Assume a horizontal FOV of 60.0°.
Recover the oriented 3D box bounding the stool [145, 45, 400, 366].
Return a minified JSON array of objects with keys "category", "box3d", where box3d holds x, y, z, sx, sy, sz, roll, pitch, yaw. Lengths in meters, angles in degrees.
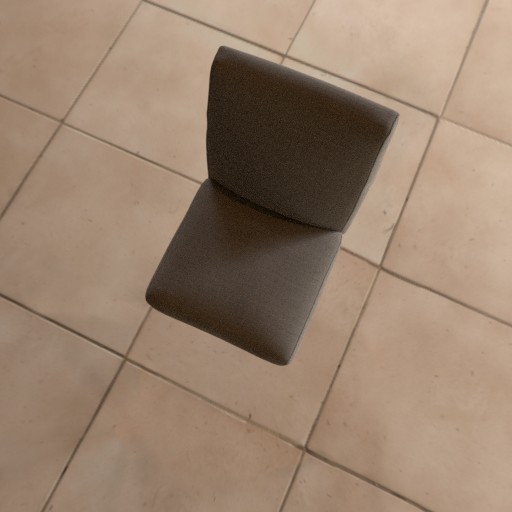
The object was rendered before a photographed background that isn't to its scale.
[{"category":"stool","box3d":[0.000,0.000,1.395,0.483,1.112,0.570,23,76,6]}]
